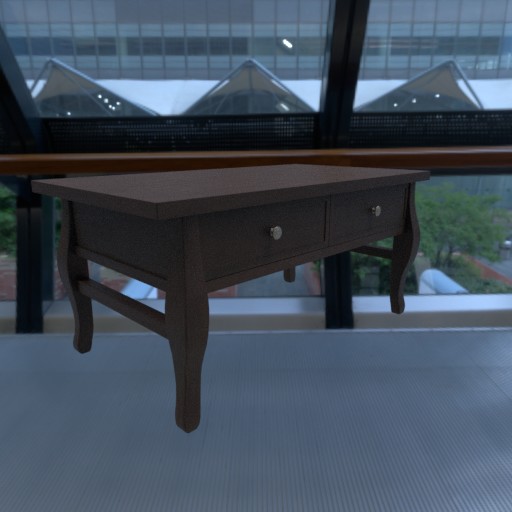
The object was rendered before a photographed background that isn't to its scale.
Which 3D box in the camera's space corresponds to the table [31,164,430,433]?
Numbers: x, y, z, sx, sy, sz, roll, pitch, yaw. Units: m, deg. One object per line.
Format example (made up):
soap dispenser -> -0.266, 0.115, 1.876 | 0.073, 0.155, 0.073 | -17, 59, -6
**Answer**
table -> 0.000, 0.000, 1.372 | 0.600, 0.494, 1.062 | 14, 21, 43
